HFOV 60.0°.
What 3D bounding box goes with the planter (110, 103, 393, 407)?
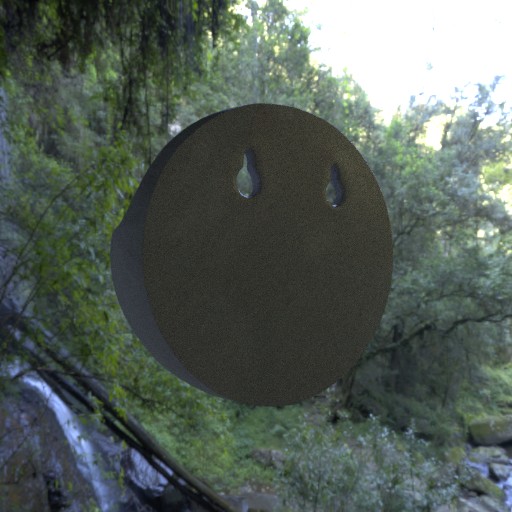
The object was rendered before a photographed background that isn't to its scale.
[{"bbox_3d":[0.000,0.000,0.272,0.190,0.164,0.073,0,0,-37],"label":"planter"}]
